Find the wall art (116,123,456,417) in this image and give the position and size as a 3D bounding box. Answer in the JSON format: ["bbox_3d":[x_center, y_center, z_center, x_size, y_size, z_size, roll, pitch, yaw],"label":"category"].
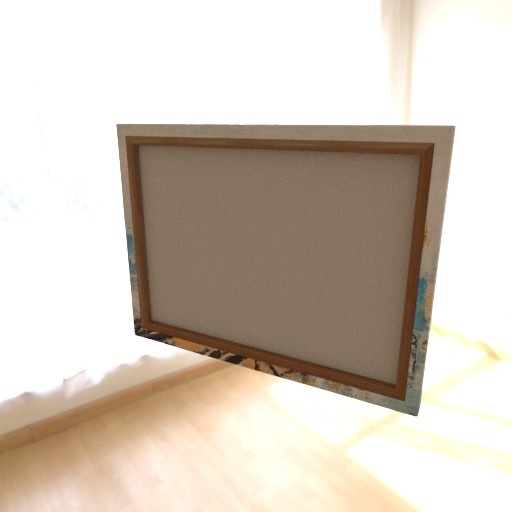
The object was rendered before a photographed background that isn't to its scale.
[{"bbox_3d":[0.000,0.000,1.336,1.016,0.762,0.038,9,19,27],"label":"wall art"}]
